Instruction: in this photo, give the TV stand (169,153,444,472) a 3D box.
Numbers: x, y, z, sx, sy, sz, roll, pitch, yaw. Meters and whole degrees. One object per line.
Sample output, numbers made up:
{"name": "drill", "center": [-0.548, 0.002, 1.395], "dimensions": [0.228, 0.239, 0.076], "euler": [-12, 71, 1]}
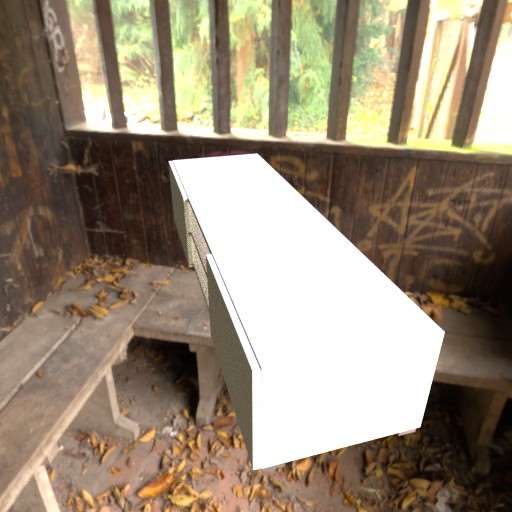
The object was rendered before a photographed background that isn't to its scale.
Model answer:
{"name": "TV stand", "center": [0.000, 0.000, 1.544], "dimensions": [0.420, 0.310, 1.400], "euler": [-8, 30, -14]}
